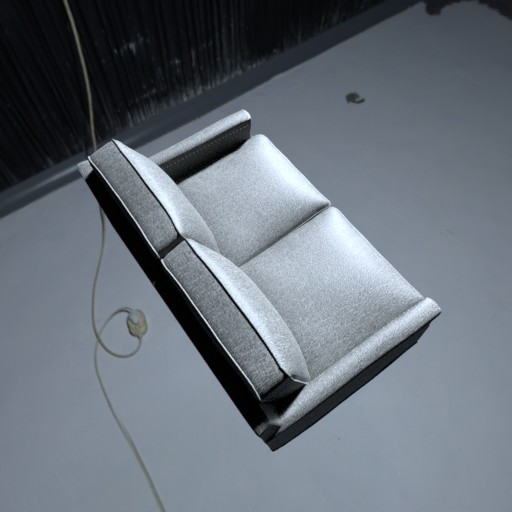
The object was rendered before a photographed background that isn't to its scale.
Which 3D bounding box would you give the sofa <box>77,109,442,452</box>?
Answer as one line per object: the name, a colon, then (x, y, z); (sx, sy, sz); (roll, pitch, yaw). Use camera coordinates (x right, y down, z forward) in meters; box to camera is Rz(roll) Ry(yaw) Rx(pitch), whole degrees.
sofa: (0.000, 0.000, 2.283); (1.084, 1.003, 1.597); (-32, 65, -17)
